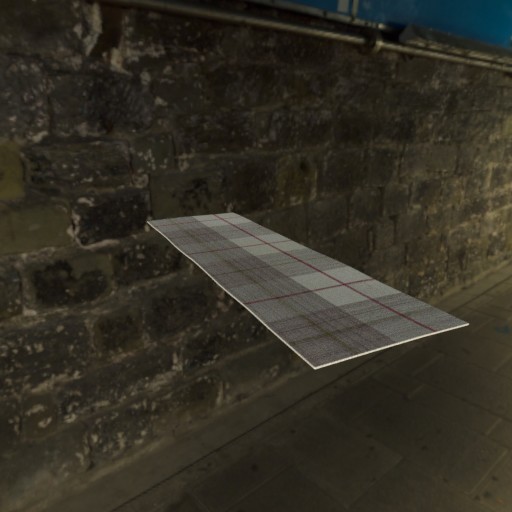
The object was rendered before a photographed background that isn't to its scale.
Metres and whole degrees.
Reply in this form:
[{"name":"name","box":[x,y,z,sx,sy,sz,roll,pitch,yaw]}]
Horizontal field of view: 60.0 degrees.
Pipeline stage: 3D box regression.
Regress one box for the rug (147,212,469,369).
[{"name":"rug","box":[0.000,0.000,2.715,0.762,0.013,2.439,-9,20,-25]}]
